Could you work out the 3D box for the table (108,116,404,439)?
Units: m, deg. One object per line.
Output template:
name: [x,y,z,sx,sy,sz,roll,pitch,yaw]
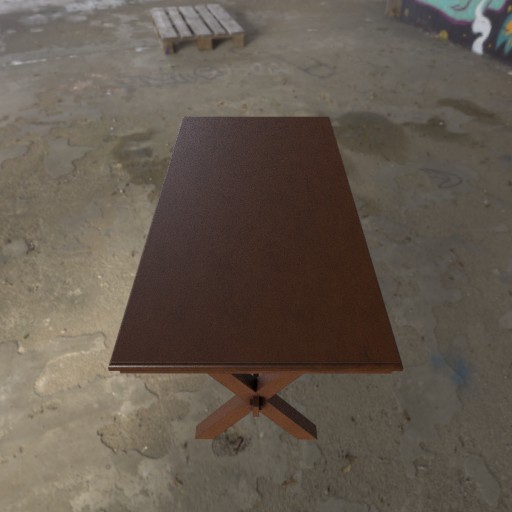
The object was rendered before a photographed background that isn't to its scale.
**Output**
table: [0.000,0.000,1.487,0.594,0.459,1.197,0,41,0]
